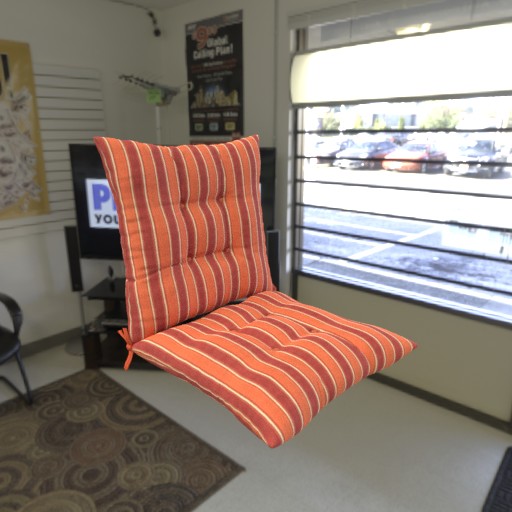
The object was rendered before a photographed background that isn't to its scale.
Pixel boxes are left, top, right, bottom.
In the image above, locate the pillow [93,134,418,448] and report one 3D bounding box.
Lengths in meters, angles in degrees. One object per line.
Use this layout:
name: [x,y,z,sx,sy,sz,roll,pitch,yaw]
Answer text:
pillow: [0.000,0.000,1.021,0.541,0.536,0.585,-15,21,-43]
